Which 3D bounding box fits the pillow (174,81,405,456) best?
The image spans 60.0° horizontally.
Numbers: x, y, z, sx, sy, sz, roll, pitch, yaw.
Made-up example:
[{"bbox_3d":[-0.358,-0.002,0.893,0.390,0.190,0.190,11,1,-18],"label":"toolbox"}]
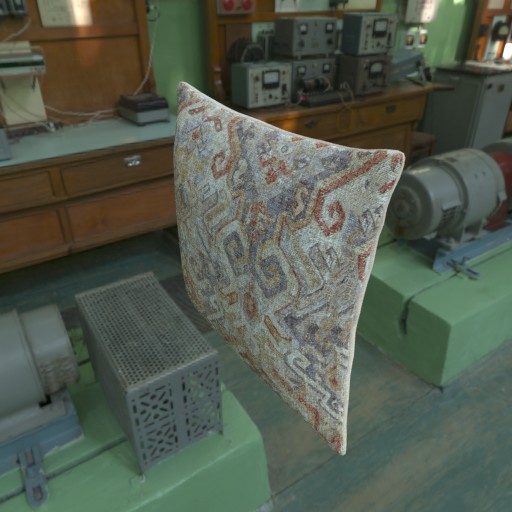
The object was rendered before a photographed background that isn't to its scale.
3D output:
[{"bbox_3d":[0.000,0.000,0.772,0.166,0.506,0.523,-20,37,-29],"label":"pillow"}]
